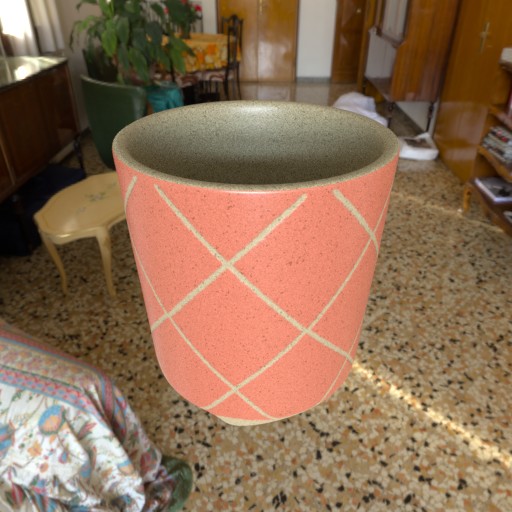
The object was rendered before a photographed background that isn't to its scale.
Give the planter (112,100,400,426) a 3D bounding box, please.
[{"bbox_3d":[0.000,0.000,0.356,0.191,0.200,0.191,0,32,0],"label":"planter"}]
